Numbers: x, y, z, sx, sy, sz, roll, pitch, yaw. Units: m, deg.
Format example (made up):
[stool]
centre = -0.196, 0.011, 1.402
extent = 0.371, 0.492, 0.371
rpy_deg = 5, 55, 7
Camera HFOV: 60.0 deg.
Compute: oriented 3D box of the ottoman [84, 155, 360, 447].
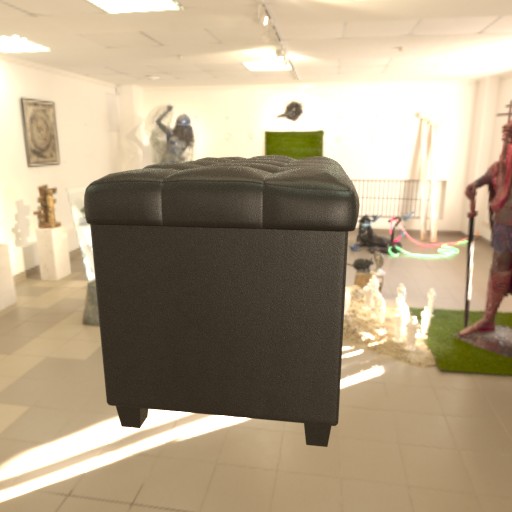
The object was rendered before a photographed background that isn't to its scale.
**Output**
[ottoman]
centre = 0.000, 0.000, 1.097
extent = 0.432, 0.470, 0.838
rpy_deg = 2, 14, 8
